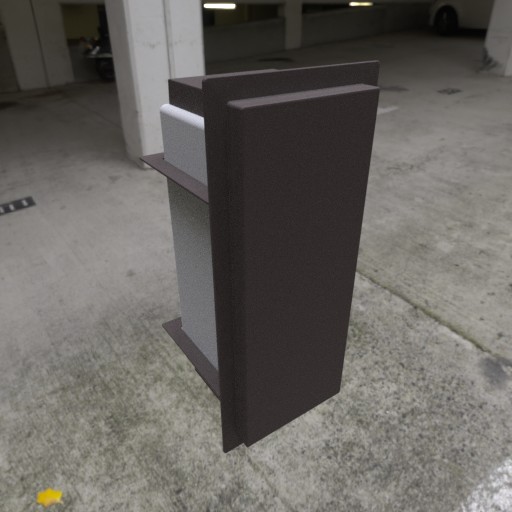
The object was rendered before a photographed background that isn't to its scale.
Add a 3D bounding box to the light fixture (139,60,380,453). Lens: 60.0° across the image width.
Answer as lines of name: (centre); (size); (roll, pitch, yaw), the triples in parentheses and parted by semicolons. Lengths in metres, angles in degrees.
light fixture: (0.000, 0.000, 0.427); (0.153, 0.347, 0.146); (-19, 35, -30)
